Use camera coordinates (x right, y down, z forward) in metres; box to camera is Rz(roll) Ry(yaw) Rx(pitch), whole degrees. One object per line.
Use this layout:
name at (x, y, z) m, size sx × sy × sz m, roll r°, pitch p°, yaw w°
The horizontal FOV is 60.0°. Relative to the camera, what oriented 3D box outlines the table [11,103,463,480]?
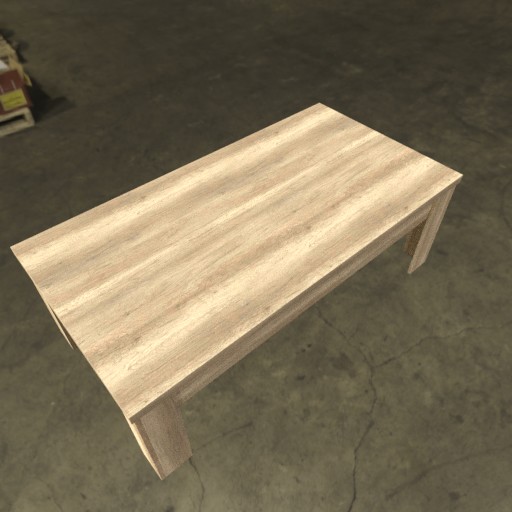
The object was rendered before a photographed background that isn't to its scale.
table at (0.000, 0.000, 1.623) m, size 1.350 × 0.460 × 0.700 m, roll -32°, pitch 54°, yaw -27°
